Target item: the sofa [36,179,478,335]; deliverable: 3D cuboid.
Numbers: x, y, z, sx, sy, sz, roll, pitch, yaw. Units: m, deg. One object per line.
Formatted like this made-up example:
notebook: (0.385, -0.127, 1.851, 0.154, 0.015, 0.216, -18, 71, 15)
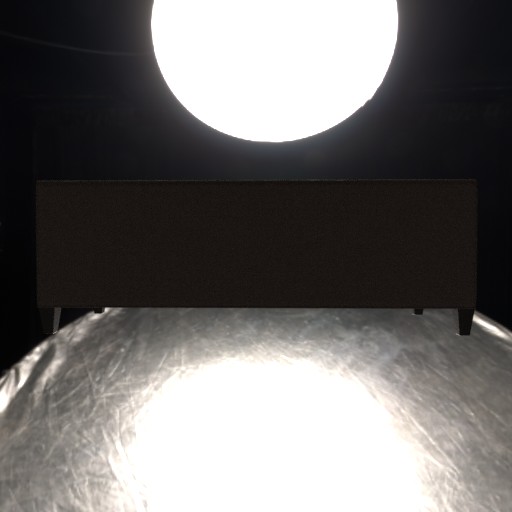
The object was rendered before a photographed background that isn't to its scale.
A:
sofa: (0.000, 0.000, 2.541, 2.159, 0.762, 0.775, 0, 1, 1)
